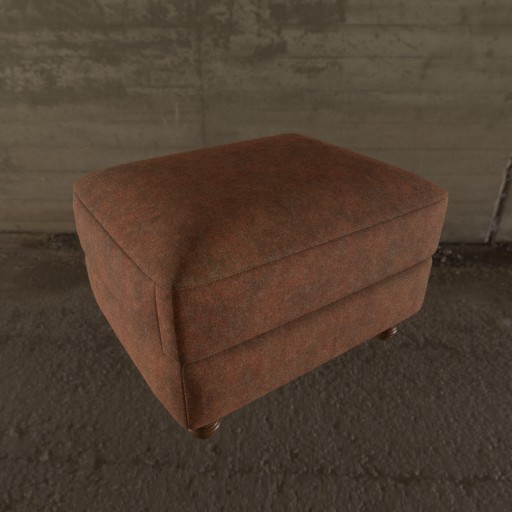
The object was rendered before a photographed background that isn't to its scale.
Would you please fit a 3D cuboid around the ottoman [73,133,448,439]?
[{"bbox_3d":[0.000,0.000,1.165,0.787,0.508,0.635,-19,35,-29],"label":"ottoman"}]
